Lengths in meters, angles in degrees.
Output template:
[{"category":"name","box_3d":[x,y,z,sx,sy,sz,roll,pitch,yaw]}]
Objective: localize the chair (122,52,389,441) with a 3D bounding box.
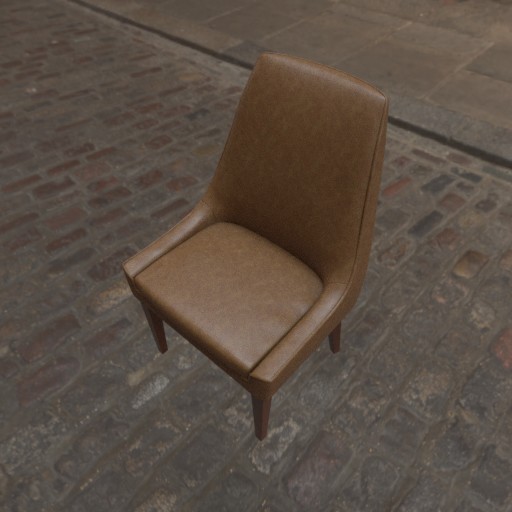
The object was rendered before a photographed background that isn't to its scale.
[{"category":"chair","box_3d":[0.000,0.000,1.195,0.529,0.861,0.544,33,54,27]}]
